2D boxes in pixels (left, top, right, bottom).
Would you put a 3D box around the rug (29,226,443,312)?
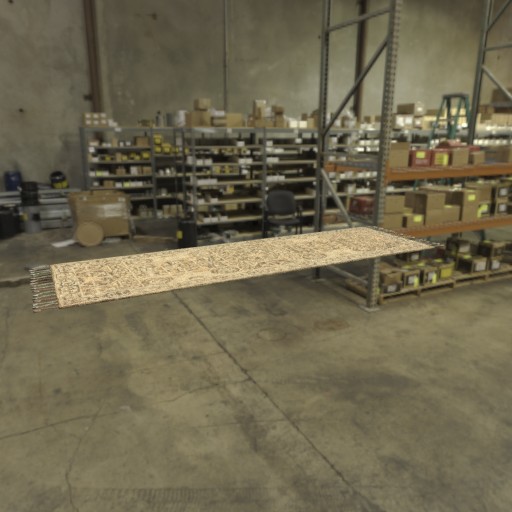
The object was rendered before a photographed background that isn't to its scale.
[{"bbox_3d":[0.000,0.000,2.911,2.664,0.011,0.762,-8,18,-26],"label":"rug"}]
